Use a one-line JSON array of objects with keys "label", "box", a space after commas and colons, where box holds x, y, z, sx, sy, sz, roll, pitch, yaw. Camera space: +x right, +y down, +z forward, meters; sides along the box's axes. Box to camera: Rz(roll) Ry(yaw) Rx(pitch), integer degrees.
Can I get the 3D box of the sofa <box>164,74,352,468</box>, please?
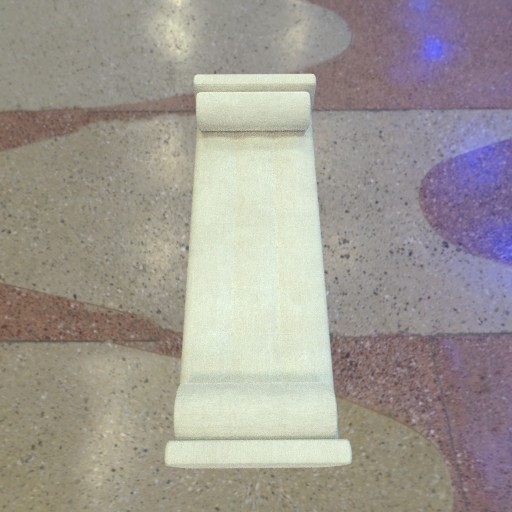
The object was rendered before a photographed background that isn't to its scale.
[{"label": "sofa", "box": [0.000, 0.000, 2.302, 0.686, 0.635, 1.981, 0, 63, 0]}]
